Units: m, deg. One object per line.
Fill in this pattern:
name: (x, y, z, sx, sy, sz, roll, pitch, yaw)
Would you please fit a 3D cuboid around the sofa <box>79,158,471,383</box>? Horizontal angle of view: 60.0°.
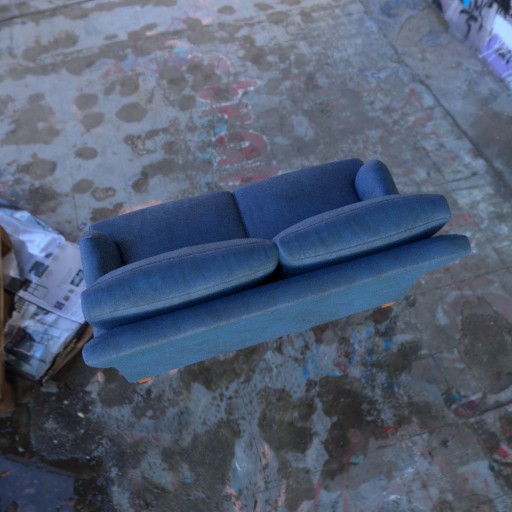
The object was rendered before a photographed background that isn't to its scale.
sofa: (0.000, 0.000, 2.547, 1.853, 1.101, 1.084, -15, 60, -9)
